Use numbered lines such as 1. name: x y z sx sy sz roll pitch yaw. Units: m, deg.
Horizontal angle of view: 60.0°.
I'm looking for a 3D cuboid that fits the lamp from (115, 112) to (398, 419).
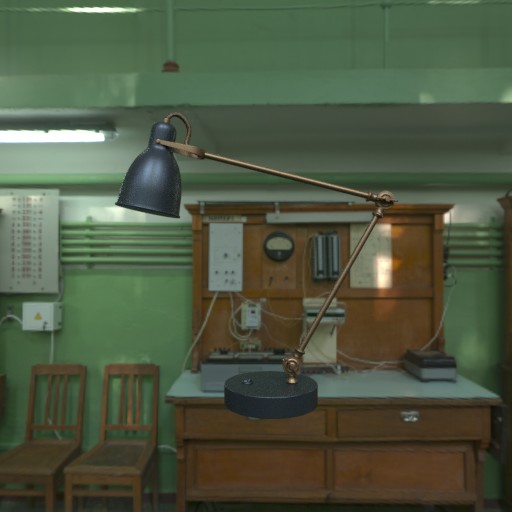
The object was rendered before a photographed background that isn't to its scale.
1. lamp: 0.000 0.000 0.890 0.561 0.587 0.187 0 0 0
